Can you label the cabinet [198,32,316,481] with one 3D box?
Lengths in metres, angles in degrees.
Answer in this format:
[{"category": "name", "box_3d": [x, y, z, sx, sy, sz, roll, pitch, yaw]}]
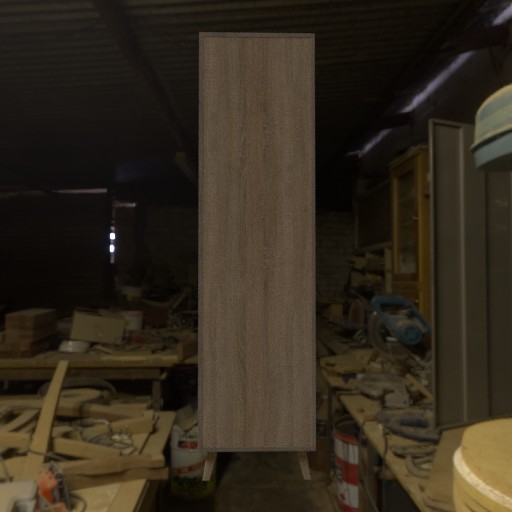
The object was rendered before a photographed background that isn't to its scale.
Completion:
[{"category": "cabinet", "box_3d": [0.000, 0.000, 2.158, 0.510, 1.960, 0.450, 0, -1, -1]}]
